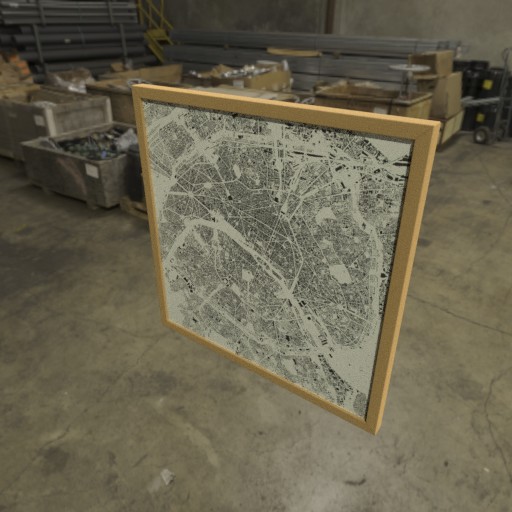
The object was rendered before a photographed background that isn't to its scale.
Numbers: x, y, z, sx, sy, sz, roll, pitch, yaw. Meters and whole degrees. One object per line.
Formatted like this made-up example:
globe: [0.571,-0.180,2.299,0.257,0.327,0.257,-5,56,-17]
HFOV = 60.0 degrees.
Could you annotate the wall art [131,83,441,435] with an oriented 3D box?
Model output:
wall art: [0.000,0.000,1.130,0.761,0.761,0.037,20,35,31]
